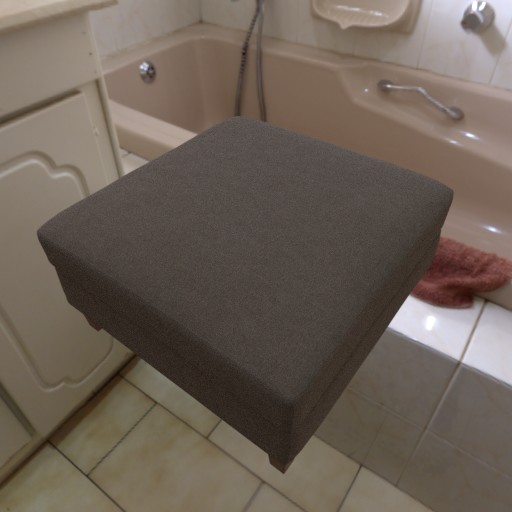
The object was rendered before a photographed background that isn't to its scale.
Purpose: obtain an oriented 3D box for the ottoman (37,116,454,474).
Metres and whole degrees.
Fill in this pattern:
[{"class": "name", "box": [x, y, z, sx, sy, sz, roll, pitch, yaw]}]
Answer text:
[{"class": "ottoman", "box": [0.000, 0.000, 1.367, 0.861, 0.482, 0.881, 27, 49, 27]}]
